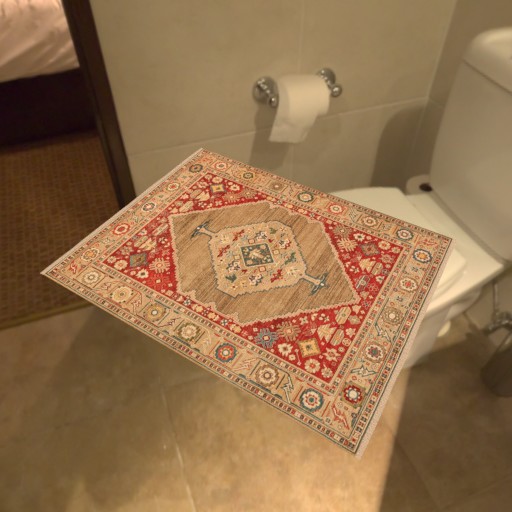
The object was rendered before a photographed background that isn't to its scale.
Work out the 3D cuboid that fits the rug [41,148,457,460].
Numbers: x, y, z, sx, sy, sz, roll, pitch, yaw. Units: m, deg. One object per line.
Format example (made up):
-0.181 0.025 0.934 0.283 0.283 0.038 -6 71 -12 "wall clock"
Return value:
0.000 0.000 4.203 3.143 0.008 2.451 24 51 21 "rug"
